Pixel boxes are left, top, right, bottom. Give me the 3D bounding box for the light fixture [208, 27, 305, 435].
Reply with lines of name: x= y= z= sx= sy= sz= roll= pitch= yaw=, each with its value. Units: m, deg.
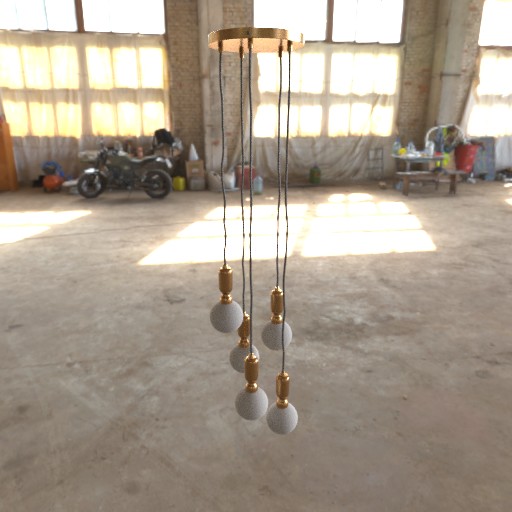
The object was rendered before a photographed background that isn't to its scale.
light fixture: x=0.000 y=0.000 z=0.507 sx=0.108 sy=0.457 sz=0.105 roll=3 pitch=18 yaw=9
